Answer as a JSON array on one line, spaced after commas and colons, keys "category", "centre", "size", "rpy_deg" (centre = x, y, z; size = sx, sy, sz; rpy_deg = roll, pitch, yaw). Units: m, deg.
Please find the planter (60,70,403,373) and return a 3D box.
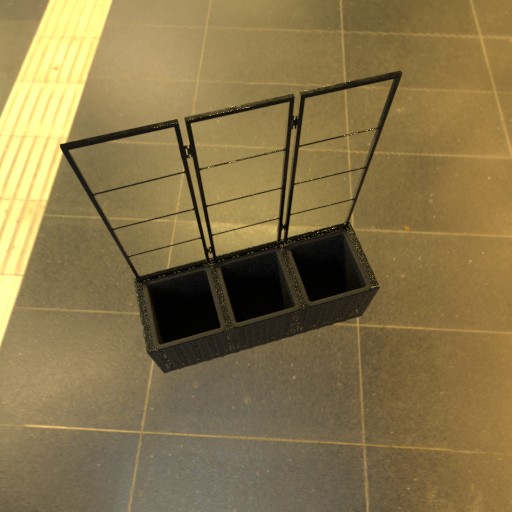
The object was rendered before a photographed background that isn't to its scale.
[{"category": "planter", "centre": [0.000, 0.000, 1.162], "size": [0.698, 0.841, 0.244], "rpy_deg": [-15, 64, -7]}]
